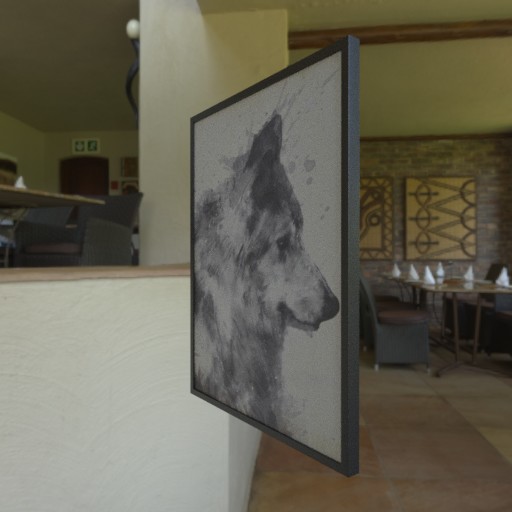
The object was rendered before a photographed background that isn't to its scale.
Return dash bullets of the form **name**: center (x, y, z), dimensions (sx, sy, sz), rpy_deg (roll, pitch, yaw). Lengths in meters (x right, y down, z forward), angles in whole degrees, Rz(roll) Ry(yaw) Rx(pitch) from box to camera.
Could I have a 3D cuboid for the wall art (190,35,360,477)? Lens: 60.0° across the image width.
- **wall art**: center (0.000, 0.000, 1.396), dimensions (0.039, 1.061, 0.804), rpy_deg (0, 0, -36)
